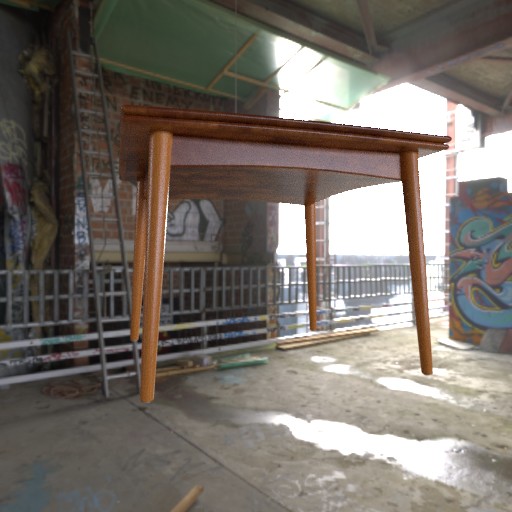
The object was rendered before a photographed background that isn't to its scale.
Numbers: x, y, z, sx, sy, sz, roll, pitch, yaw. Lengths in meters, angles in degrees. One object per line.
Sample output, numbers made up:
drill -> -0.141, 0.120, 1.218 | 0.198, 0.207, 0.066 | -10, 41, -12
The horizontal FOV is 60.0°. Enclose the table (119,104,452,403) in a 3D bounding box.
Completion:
table -> 0.000, 0.000, 1.683 | 0.991, 0.754, 0.991 | 0, 0, -17
